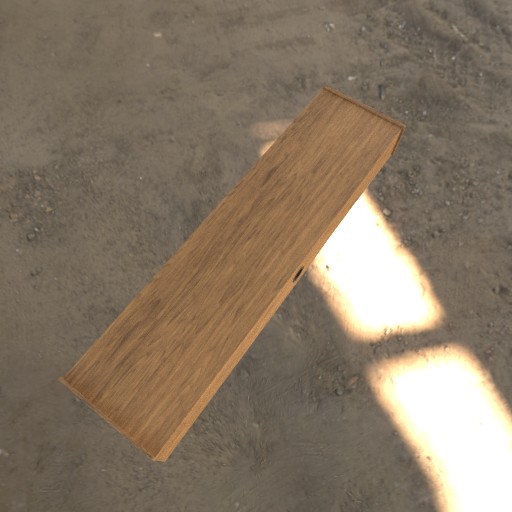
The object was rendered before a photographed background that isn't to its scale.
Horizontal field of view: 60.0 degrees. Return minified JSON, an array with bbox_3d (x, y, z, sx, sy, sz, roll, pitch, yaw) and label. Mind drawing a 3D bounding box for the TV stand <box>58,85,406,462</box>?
[{"bbox_3d":[0.000,0.000,2.038,0.467,0.415,1.796,33,69,15],"label":"TV stand"}]
